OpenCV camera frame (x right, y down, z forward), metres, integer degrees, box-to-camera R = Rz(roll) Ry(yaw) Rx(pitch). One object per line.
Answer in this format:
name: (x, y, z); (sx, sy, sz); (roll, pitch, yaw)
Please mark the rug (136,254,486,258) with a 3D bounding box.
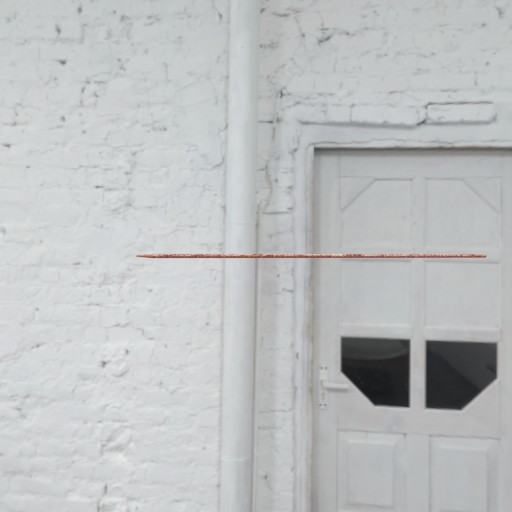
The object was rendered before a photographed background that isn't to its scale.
rug: (0.000, 0.000, 3.013); (1.524, 0.015, 2.438); (0, 0, -16)
